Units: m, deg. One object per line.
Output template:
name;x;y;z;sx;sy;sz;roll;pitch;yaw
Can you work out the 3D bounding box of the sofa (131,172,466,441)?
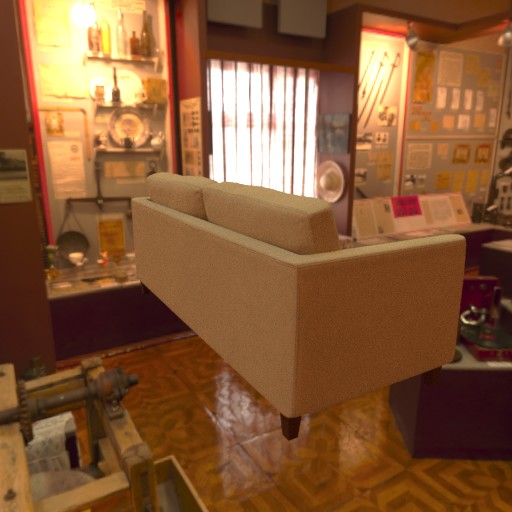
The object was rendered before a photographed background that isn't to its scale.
sofa;0.000;0.000;2.669;0.948;0.932;2.181;-8;16;-29
